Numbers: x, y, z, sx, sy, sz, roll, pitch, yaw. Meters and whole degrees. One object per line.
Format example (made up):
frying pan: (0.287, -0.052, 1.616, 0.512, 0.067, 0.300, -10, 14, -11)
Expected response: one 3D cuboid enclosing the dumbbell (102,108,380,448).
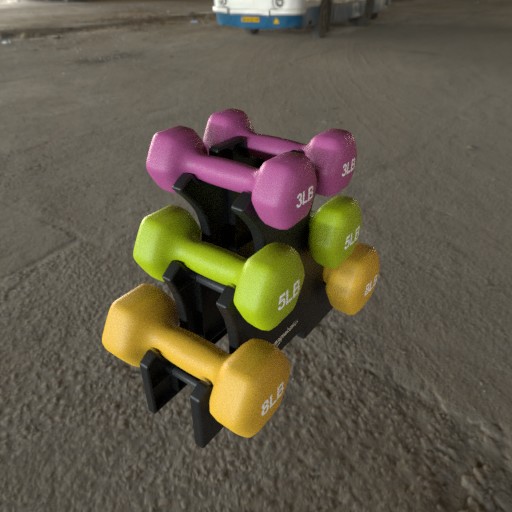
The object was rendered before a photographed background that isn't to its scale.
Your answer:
dumbbell: (0.000, 0.000, 0.476, 0.190, 0.271, 0.300, 22, 39, 30)
